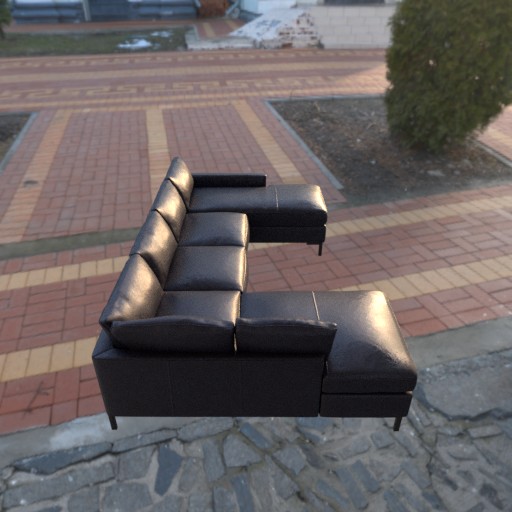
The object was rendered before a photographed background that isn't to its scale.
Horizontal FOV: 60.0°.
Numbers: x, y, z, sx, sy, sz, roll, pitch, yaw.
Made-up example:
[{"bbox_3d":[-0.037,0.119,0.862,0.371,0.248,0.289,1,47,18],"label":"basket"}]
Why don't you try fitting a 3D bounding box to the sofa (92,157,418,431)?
[{"bbox_3d":[0.000,0.000,3.891,1.939,0.900,2.956,0,32,0],"label":"sofa"}]
